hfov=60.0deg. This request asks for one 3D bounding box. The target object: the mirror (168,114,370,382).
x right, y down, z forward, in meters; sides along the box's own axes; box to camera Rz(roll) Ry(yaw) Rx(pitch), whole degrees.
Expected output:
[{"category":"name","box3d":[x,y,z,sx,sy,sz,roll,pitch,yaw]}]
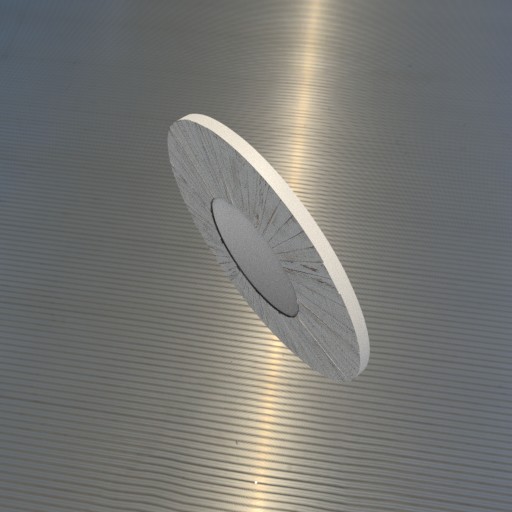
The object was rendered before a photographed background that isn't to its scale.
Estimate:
[{"category":"mirror","box3d":[0.000,0.000,1.369,0.038,0.914,0.914,-35,68,-16]}]
